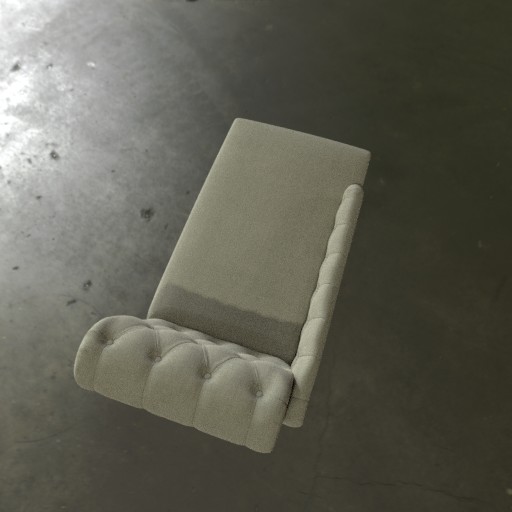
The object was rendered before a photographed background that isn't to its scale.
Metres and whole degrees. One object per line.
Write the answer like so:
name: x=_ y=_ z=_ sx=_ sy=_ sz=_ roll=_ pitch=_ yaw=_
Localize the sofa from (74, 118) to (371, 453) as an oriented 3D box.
sofa: x=0.000 y=0.000 z=1.768 sx=0.675 sy=0.787 sz=1.379 roll=17 pitch=65 yaw=8
